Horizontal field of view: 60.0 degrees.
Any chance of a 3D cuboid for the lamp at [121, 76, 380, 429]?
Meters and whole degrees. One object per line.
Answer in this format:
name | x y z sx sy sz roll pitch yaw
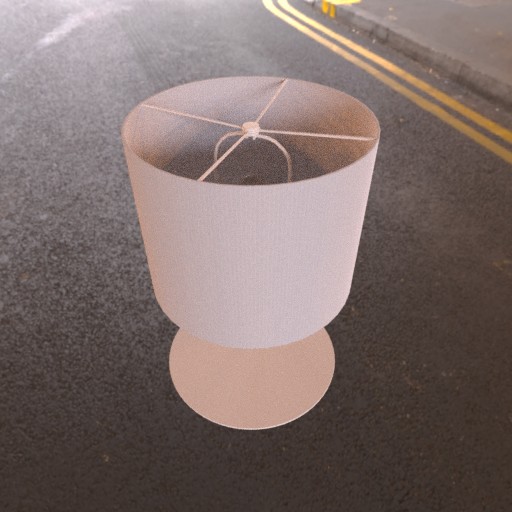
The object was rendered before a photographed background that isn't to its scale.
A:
lamp | 0.000 0.000 0.683 0.299 0.454 0.341 13 42 15
